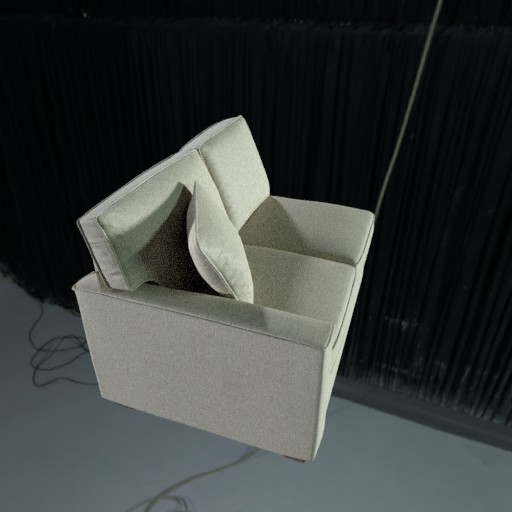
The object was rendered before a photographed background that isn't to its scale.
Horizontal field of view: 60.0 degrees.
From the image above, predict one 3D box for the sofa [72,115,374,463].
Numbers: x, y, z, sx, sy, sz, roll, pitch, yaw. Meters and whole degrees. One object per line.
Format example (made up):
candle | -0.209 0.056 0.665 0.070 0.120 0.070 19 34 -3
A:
sofa | 0.000 0.000 2.138 0.991 0.989 1.388 10 33 17
